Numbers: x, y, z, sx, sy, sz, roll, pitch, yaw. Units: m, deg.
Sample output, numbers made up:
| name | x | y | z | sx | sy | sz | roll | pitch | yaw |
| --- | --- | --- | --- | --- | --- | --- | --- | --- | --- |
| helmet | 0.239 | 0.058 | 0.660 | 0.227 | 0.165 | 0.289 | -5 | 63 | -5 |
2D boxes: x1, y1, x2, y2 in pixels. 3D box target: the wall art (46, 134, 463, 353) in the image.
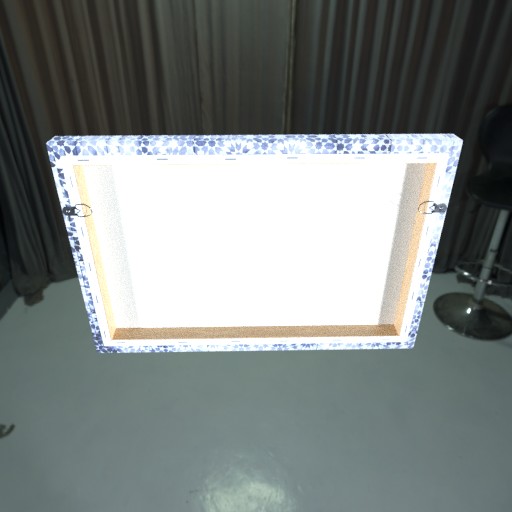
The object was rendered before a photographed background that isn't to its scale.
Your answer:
| name | x | y | z | sx | sy | sz | roll | pitch | yaw |
| --- | --- | --- | --- | --- | --- | --- | --- | --- | --- |
| wall art | 0.000 | 0.000 | 1.140 | 0.911 | 0.608 | 0.057 | -1 | 31 | -1 |
